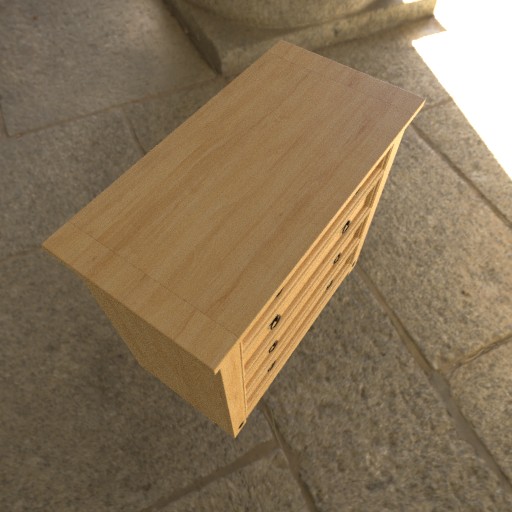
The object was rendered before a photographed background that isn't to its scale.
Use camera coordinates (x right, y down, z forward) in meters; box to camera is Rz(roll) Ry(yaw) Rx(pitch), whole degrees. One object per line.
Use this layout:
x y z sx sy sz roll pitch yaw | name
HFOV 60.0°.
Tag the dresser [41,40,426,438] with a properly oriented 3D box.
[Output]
0.000 0.000 1.238 0.410 0.730 0.800 31 63 18 | dresser
